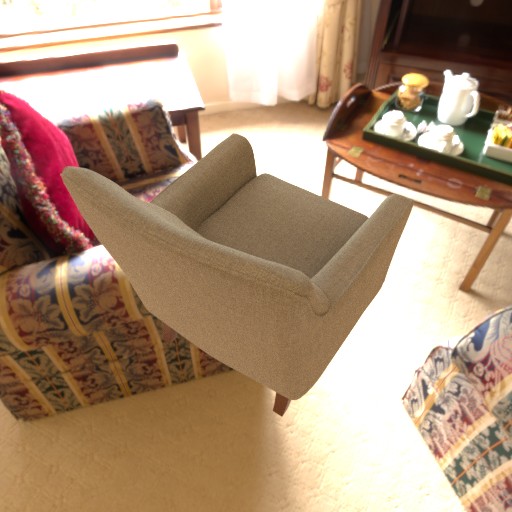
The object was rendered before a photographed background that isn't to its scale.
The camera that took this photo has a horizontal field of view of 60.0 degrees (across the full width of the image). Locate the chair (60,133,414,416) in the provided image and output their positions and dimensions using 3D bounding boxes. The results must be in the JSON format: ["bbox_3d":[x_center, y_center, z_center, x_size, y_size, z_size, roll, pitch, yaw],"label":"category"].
[{"bbox_3d":[0.000,0.000,1.785,0.887,1.047,0.993,26,52,23],"label":"chair"}]
